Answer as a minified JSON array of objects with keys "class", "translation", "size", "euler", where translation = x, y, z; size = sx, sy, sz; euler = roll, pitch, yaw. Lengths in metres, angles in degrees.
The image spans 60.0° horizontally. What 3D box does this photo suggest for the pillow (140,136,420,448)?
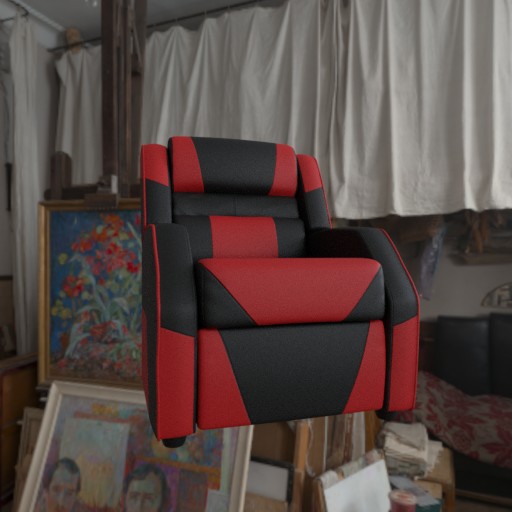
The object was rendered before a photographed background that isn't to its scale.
[{"class":"pillow","translation":[0.000,0.000,1.266],"size":[0.620,0.805,0.672],"euler":[0,0,-17]}]
